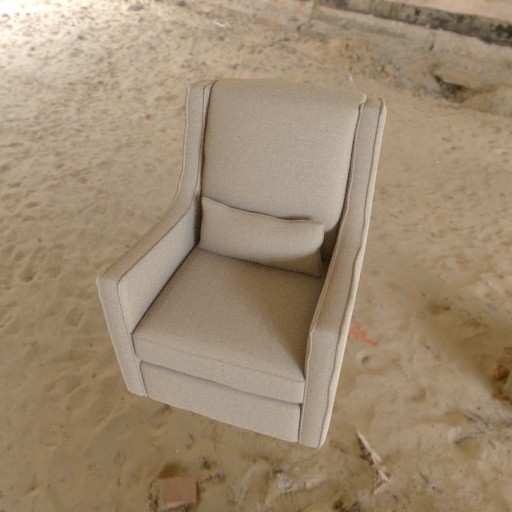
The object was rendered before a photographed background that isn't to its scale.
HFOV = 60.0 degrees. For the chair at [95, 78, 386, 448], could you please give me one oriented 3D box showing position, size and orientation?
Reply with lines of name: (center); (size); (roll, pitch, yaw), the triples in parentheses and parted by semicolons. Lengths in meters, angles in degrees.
chair: (0.000, 0.000, 1.580); (0.732, 0.993, 0.879); (12, 41, 14)
